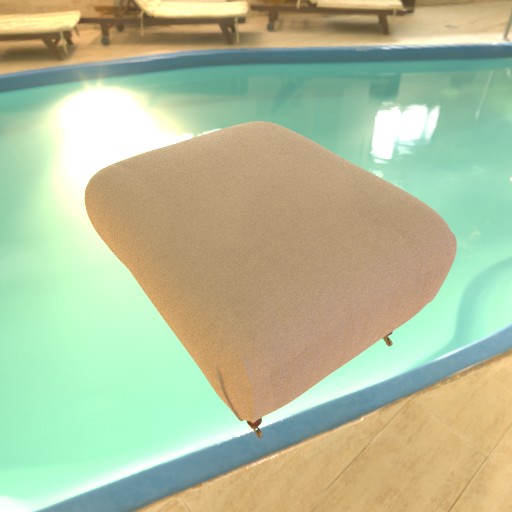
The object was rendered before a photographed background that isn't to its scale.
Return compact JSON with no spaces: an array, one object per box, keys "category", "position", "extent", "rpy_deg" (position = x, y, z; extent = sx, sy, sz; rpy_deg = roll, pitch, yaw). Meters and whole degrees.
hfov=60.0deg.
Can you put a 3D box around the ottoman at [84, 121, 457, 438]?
[{"category":"ottoman","position":[0.000,0.000,1.130],"extent":[0.622,0.450,0.746],"rpy_deg":[-25,47,-27]}]
